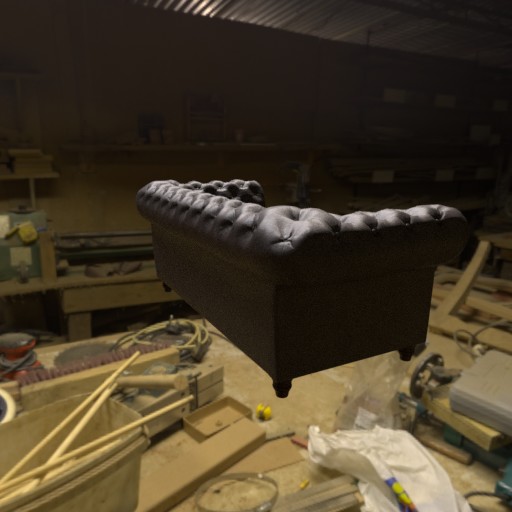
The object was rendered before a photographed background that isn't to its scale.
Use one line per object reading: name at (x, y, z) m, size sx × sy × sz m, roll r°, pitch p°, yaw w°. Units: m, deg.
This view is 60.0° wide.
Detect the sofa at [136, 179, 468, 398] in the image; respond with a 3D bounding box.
sofa at (0.000, 0.000, 2.544) m, size 0.944 × 0.779 × 2.048 m, roll -7°, pitch 15°, yaw -27°
